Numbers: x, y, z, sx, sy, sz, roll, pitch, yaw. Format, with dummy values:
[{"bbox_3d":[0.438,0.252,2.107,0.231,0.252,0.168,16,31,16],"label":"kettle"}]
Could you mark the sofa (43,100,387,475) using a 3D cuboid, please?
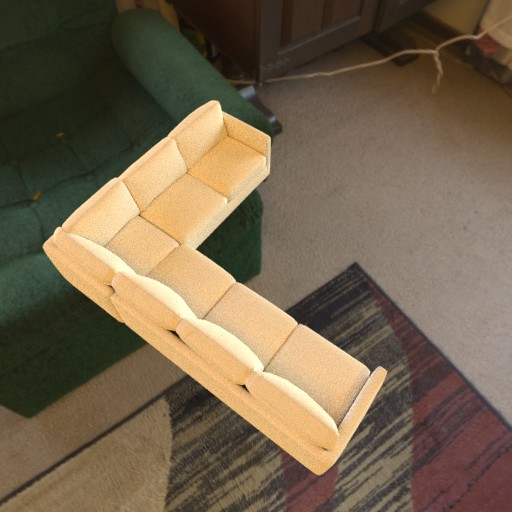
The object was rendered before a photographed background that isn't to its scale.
[{"bbox_3d":[0.000,0.000,4.497,3.302,0.947,2.593,32,63,19],"label":"sofa"}]
